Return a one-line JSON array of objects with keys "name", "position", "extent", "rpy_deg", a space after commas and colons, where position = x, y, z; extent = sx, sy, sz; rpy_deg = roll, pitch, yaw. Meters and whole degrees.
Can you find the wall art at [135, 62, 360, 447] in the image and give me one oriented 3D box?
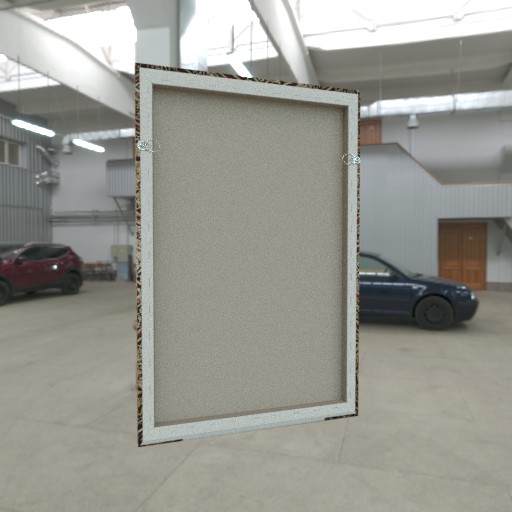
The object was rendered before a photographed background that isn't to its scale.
[{"name": "wall art", "position": [0.000, 0.000, 1.147], "extent": [0.599, 0.904, 0.030], "rpy_deg": [-1, 2, -19]}]
